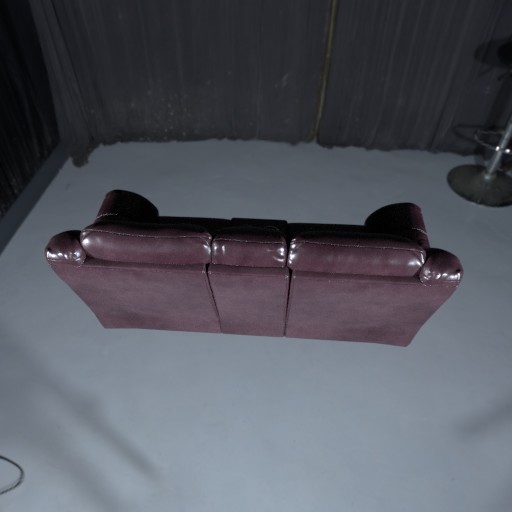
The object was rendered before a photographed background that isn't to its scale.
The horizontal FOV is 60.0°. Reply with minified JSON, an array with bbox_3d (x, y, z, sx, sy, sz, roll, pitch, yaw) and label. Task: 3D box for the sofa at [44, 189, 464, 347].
[{"bbox_3d":[0.000,0.000,2.659,2.058,1.043,0.991,3,45,3],"label":"sofa"}]
